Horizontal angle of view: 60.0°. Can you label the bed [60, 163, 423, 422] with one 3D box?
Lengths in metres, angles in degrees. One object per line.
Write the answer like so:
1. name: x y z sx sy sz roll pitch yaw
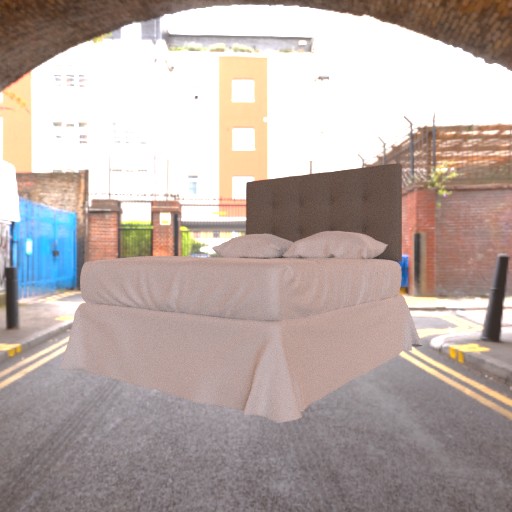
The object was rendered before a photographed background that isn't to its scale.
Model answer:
1. bed: 0.000 0.000 3.423 1.936 1.577 2.222 0 0 36
